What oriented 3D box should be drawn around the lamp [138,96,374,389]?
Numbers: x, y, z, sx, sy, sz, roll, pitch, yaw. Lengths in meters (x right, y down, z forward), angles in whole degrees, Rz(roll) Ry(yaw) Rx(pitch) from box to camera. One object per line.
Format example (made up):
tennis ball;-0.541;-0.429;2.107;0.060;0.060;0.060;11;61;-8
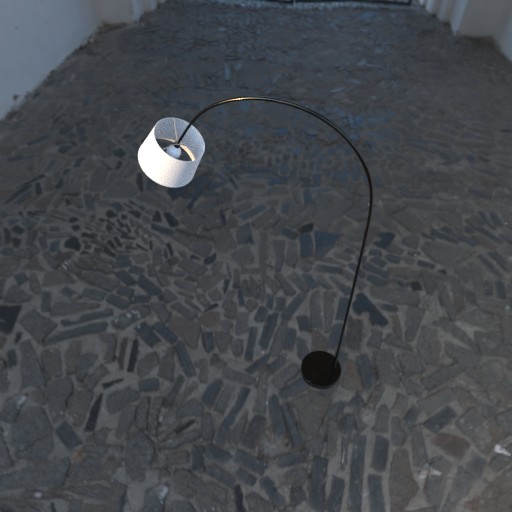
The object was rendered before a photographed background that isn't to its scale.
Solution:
lamp;0.000;0.000;2.752;1.363;2.104;0.331;17;49;15
